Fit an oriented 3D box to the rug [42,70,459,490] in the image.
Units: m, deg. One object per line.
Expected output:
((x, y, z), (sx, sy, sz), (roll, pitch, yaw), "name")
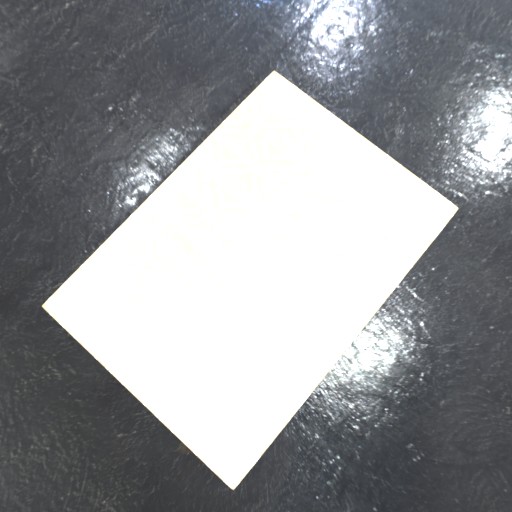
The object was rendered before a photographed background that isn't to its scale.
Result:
((0.000, 0.000, 2.705), (1.524, 0.010, 2.134), (40, 79, 9), "rug")
